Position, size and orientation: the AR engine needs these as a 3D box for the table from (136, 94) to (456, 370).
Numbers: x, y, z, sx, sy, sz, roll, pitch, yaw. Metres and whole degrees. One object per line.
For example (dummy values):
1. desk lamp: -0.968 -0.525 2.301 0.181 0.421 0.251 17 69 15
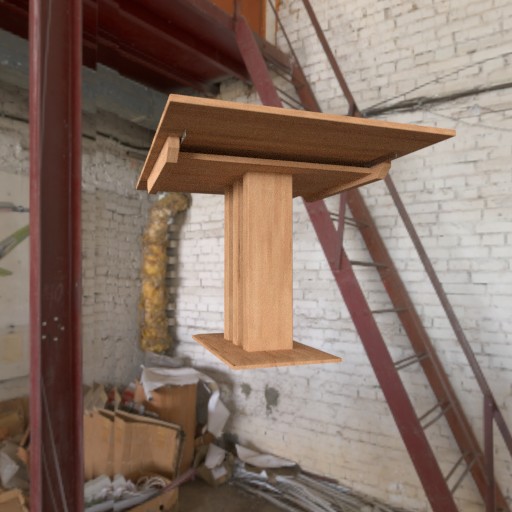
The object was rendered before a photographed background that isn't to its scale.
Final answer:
1. table: 0.000 0.000 1.863 0.900 0.770 1.300 1 -2 -19
